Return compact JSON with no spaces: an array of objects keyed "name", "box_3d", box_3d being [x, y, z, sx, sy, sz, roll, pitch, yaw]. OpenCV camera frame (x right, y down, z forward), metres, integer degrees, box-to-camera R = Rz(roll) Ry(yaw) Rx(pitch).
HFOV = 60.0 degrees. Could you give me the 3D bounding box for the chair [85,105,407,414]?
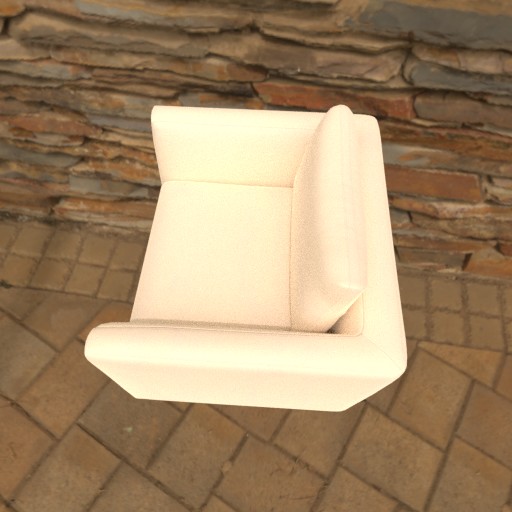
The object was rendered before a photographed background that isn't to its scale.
[{"name":"chair","box_3d":[0.000,0.000,1.667,0.889,0.865,1.041,3,58,2]}]
